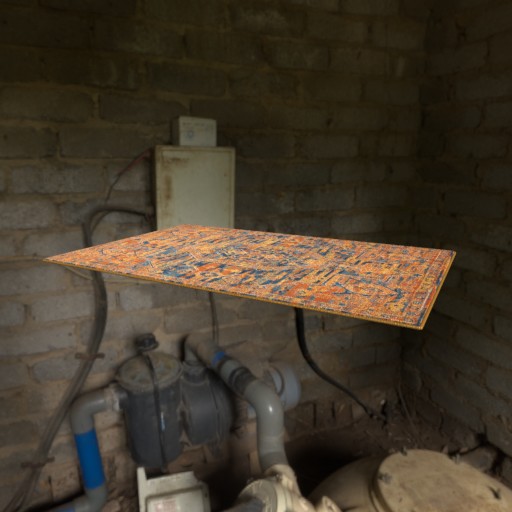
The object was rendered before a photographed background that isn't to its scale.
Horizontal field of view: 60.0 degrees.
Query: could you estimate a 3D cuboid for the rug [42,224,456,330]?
[{"bbox_3d":[0.000,0.000,1.096,0.863,0.008,0.557,7,16,28],"label":"rug"}]
